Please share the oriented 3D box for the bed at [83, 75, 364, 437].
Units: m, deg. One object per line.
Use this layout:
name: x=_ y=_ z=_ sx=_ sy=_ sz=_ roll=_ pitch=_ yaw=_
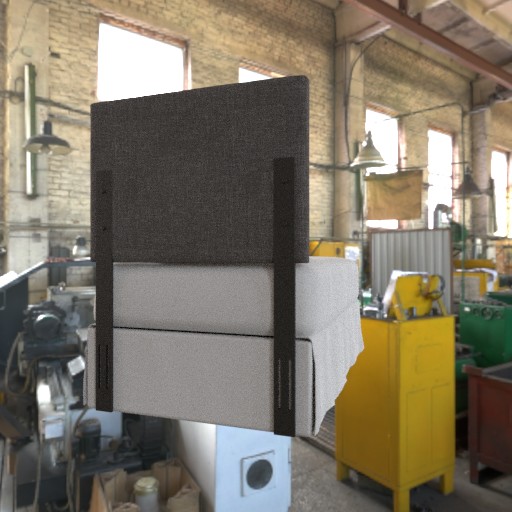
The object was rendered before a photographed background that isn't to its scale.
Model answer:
bed: x=0.000 y=0.000 z=3.009 sx=1.261 sy=1.571 sz=1.997 roll=0 pitch=0 yaw=19
